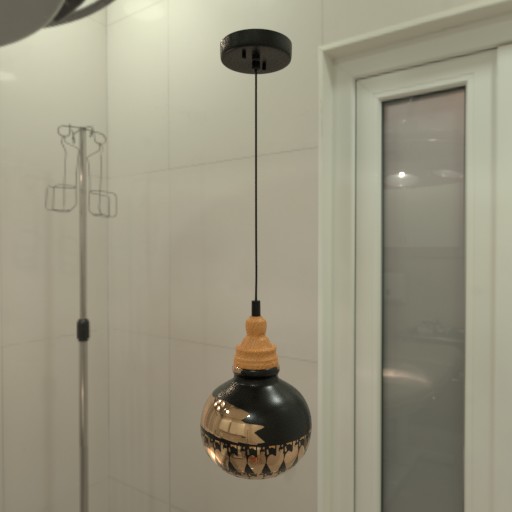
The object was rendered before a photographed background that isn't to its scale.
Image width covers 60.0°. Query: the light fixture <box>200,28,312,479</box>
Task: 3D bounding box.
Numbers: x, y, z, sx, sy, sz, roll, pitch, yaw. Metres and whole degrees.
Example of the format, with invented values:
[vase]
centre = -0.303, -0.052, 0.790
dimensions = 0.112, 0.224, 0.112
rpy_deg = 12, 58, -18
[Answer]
[light fixture]
centre = 0.000, 0.000, 1.712
dimensions = 0.430, 1.606, 0.430
rpy_deg = 1, 1, 35
